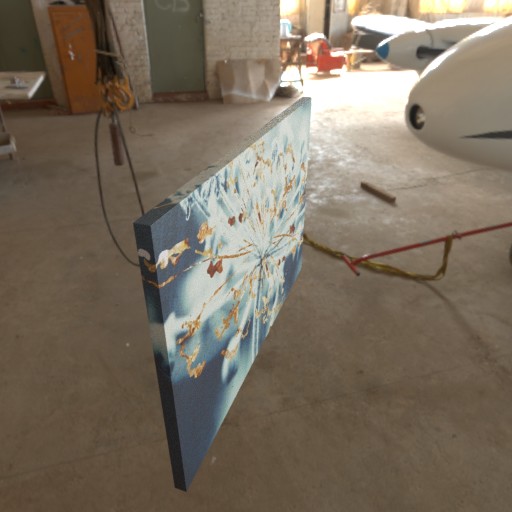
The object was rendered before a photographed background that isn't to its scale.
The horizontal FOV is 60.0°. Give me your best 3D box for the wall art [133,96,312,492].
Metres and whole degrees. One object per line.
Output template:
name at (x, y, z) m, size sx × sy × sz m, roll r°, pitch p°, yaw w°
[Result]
wall art at (0.000, 0.000, 1.403) m, size 0.035 × 0.759 × 1.138 m, roll 10°, pitch 32°, yaw 17°
